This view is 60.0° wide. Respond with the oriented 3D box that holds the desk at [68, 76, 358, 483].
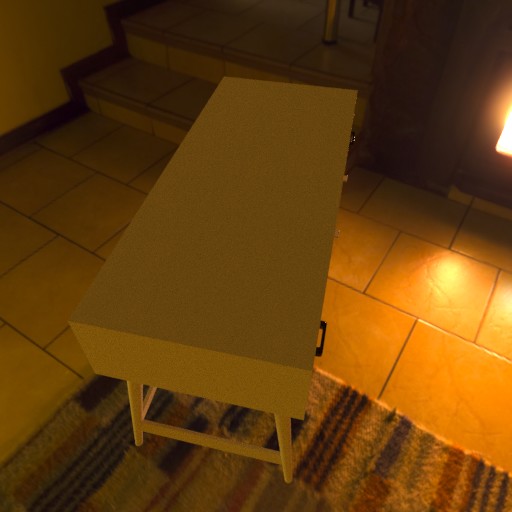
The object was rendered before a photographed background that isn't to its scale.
[{"bbox_3d":[0.000,0.000,1.696,0.589,0.762,1.313,10,47,9],"label":"desk"}]
